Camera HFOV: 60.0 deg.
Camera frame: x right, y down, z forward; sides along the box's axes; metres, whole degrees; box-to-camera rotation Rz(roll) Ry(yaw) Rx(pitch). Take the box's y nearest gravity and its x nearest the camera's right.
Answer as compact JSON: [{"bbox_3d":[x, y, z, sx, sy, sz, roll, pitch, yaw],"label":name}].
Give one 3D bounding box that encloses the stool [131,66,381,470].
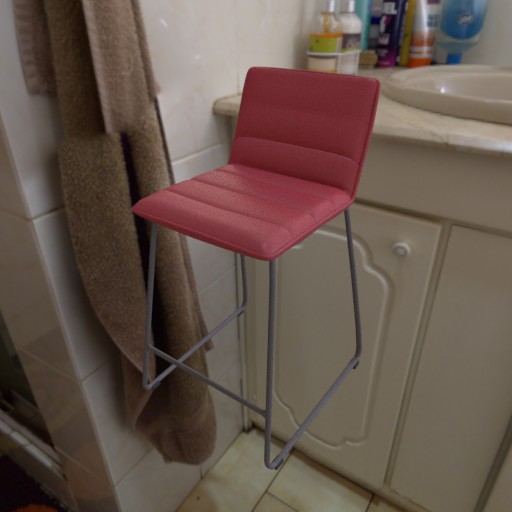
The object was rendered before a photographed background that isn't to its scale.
[{"bbox_3d":[0.000,0.000,1.176,0.489,0.866,0.524,20,36,30],"label":"stool"}]
